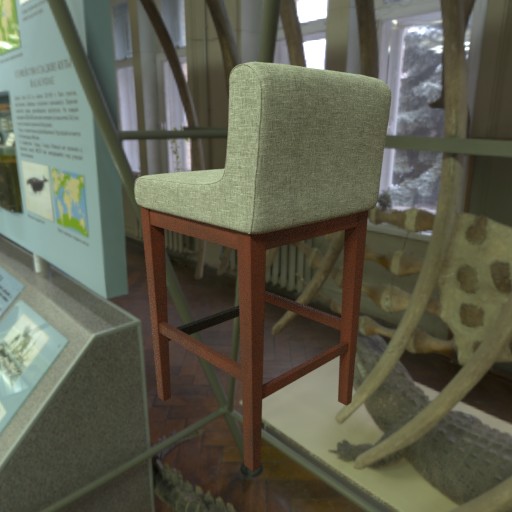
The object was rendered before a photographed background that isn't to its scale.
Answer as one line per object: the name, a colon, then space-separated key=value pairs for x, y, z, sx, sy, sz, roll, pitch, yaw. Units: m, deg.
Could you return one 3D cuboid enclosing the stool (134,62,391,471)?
stool: x=0.000 y=0.000 z=1.109 sx=0.417 sy=0.835 sz=0.459 roll=-15 pitch=22 yaw=-41
